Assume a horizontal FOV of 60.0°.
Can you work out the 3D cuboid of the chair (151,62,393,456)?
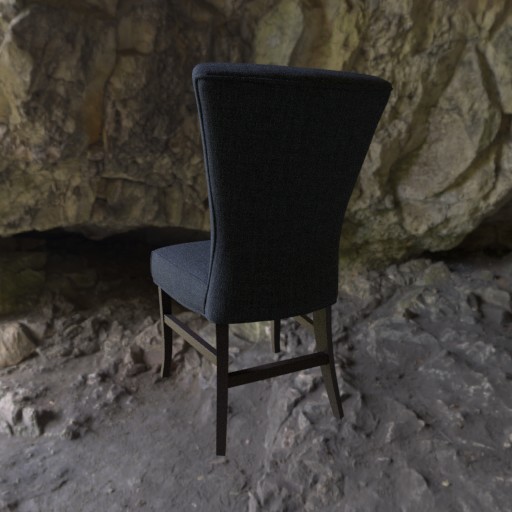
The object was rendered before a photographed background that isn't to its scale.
[{"bbox_3d":[0.000,0.000,1.349,0.520,0.991,0.660,-6,15,-25],"label":"chair"}]
